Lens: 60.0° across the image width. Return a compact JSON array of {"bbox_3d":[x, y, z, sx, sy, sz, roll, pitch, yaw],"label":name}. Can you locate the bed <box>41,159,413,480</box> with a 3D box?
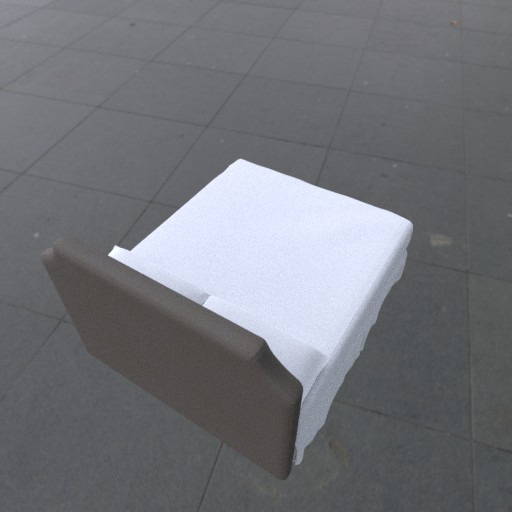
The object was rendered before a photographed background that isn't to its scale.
[{"bbox_3d":[0.000,0.000,3.888,2.194,1.561,2.536,25,51,22],"label":"bed"}]
